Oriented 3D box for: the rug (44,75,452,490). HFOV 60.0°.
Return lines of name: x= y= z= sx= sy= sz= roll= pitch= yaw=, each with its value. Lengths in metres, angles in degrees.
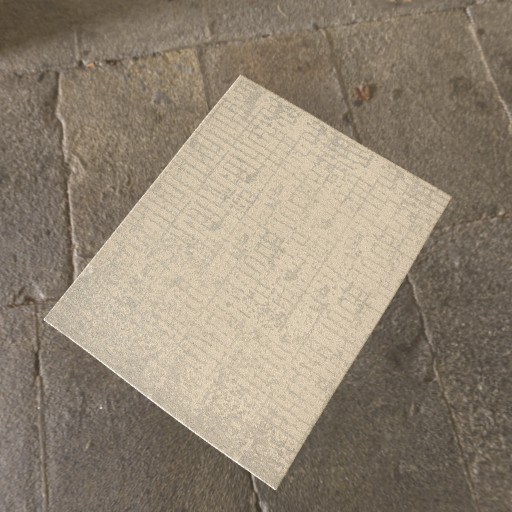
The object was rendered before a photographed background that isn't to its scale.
rug: x=0.000 y=0.000 z=4.047 sx=2.447 sy=0.014 sz=3.061 roll=33 pitch=77 yaw=9
